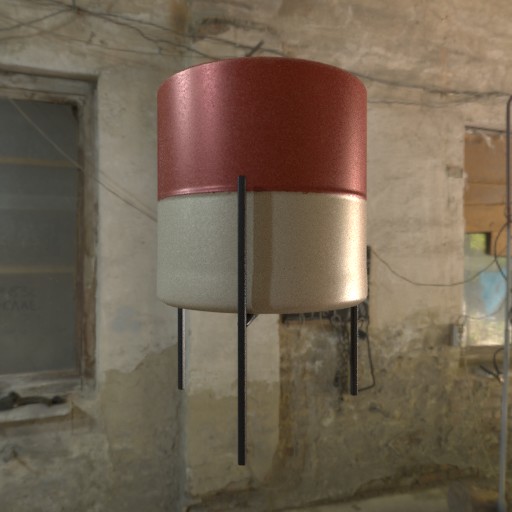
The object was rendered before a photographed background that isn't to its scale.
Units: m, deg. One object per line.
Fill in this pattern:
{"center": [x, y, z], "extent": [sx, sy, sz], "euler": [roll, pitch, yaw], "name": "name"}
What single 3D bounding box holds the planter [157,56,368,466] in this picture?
{"center": [0.000, 0.000, 0.510], "extent": [0.251, 0.354, 0.235], "euler": [1, 1, 37], "name": "planter"}
